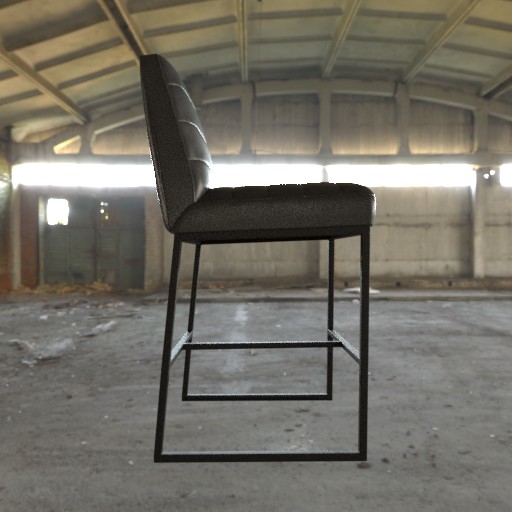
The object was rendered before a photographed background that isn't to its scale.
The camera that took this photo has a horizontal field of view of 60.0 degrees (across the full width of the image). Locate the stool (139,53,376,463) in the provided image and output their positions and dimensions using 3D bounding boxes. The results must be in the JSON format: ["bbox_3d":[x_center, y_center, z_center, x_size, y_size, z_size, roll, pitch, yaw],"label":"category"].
[{"bbox_3d":[0.000,0.000,1.226,0.552,0.938,0.457,0,0,-1],"label":"stool"}]
